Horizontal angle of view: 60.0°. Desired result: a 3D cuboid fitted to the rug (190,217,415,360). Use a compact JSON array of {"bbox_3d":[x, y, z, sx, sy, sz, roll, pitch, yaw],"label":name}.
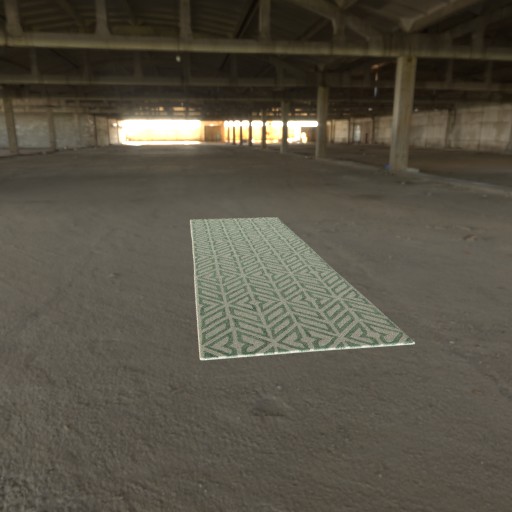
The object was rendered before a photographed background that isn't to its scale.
[{"bbox_3d":[0.000,0.000,2.654,0.750,0.009,2.435,-2,16,-9],"label":"rug"}]
